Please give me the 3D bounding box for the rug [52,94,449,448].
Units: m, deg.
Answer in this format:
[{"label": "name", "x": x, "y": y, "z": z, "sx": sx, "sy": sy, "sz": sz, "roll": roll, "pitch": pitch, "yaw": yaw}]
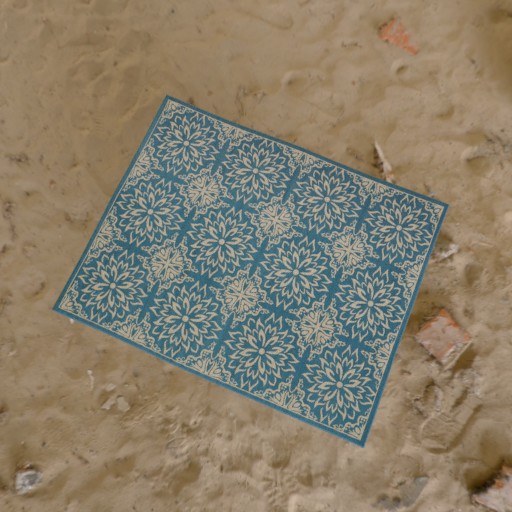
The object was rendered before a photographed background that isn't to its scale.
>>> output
[{"label": "rug", "x": 0.000, "y": 0.000, "z": 4.062, "sx": 2.964, "sy": 0.018, "sz": 2.350, "roll": 23, "pitch": 78, "yaw": 5}]
